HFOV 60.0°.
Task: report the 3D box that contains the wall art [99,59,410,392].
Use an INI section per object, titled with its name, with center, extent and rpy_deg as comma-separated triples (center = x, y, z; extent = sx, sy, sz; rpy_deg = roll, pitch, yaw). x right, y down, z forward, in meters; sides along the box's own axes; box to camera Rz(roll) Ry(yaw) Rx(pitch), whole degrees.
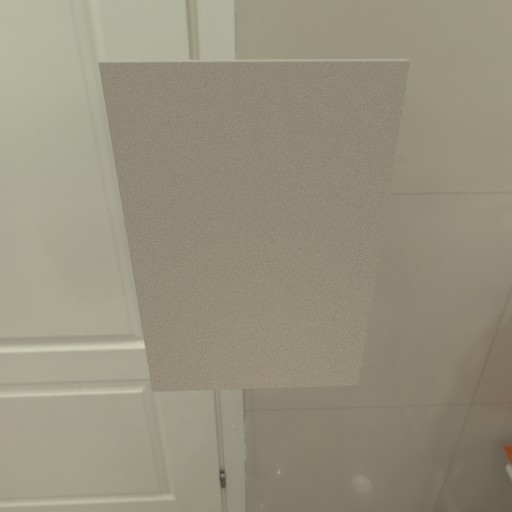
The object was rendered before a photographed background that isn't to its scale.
[wall art]
center = 0.000, 0.000, 1.455
extent = 0.808, 1.183, 0.038
rpy_deg = -1, 30, -2
